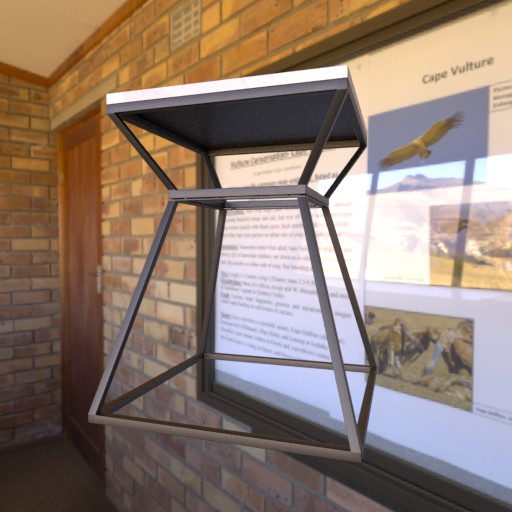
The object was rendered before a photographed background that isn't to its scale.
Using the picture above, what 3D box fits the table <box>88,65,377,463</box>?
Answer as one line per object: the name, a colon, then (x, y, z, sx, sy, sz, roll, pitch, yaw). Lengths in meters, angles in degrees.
table: (0.000, 0.000, 0.892, 0.455, 0.559, 0.455, 1, 2, 18)
